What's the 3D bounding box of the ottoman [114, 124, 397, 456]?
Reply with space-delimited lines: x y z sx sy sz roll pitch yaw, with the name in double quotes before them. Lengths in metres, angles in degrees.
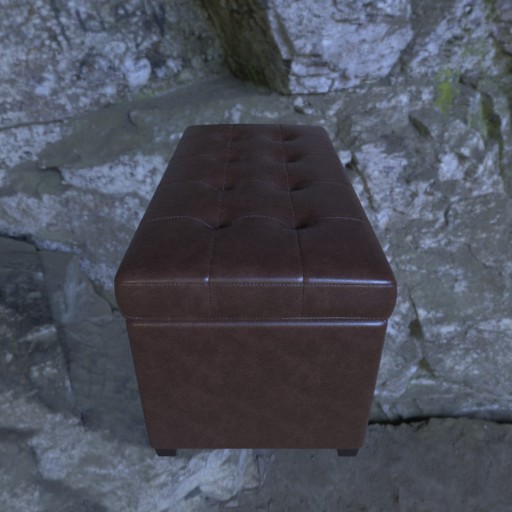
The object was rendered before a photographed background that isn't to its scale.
"ottoman" 0.000 0.000 1.111 0.432 0.470 0.838 0 32 0
